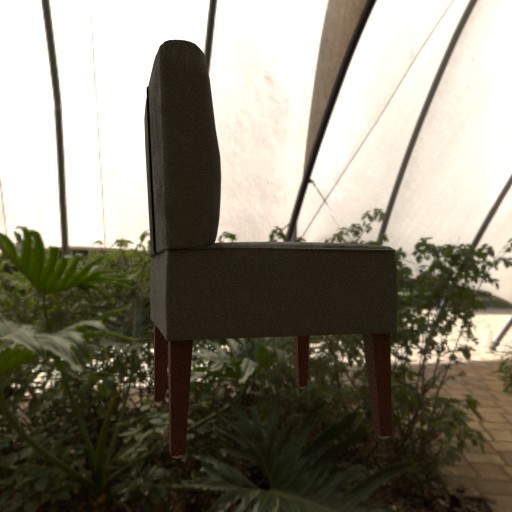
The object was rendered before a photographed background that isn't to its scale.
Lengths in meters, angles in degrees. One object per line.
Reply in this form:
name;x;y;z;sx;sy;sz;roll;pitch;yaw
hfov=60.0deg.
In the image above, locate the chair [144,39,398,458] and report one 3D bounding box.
chair;0.000;0.000;1.128;0.554;0.806;0.521;1;-2;-17
